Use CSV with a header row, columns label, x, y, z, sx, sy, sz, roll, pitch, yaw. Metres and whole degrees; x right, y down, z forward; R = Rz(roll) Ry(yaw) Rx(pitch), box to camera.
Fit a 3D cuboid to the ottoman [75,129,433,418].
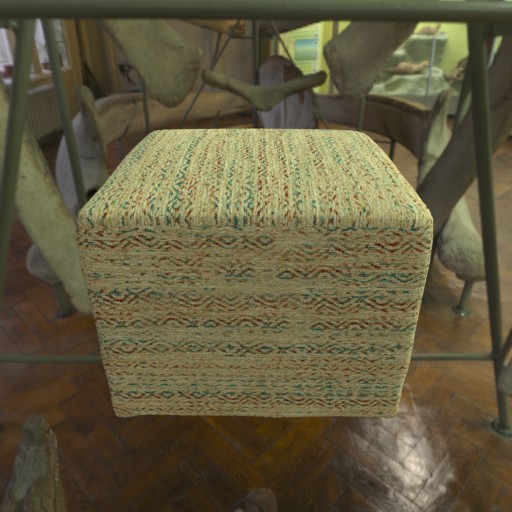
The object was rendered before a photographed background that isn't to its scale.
label,x,y,z,sx,sy,sz,roll,pitch,yaw
ottoman,0.000,0.000,0.919,0.521,0.453,0.512,0,29,1
